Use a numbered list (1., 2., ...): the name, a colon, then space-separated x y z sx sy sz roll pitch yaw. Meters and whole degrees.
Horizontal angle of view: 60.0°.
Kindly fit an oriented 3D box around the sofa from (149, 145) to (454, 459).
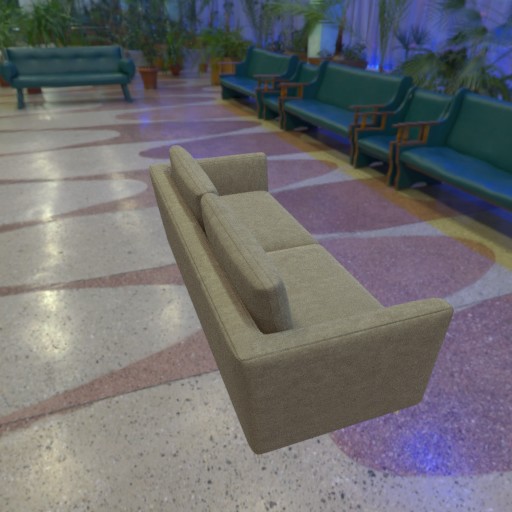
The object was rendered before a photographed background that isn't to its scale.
1. sofa: 0.000 0.000 2.554 0.889 0.864 2.121 -10 32 -17
